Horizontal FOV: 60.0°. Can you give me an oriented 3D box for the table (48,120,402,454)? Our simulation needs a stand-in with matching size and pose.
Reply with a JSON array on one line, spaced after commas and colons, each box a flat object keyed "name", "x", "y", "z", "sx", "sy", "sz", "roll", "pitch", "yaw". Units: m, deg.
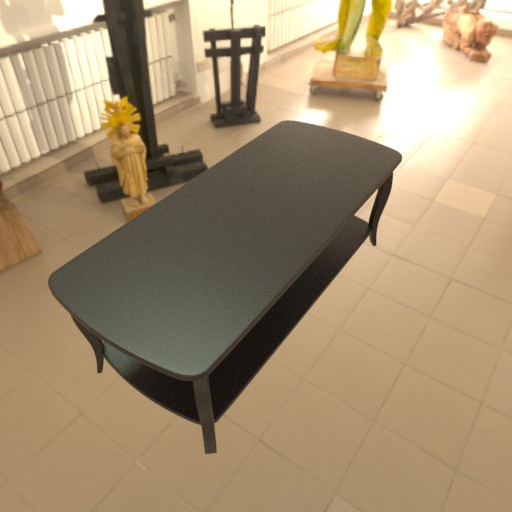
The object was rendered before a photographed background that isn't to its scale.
[{"name": "table", "x": 0.000, "y": 0.000, "z": 1.643, "sx": 0.571, "sy": 0.457, "sz": 1.333, "roll": 25, "pitch": 47, "yaw": 25}]
